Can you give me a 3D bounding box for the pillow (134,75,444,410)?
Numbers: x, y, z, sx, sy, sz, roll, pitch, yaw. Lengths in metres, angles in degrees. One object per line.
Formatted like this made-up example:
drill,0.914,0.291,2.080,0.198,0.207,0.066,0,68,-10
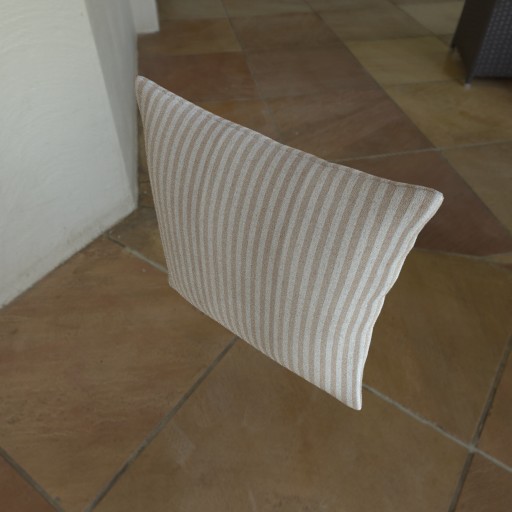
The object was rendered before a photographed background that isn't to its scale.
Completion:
pillow,0.000,0.000,0.784,0.523,0.510,0.166,29,52,26
